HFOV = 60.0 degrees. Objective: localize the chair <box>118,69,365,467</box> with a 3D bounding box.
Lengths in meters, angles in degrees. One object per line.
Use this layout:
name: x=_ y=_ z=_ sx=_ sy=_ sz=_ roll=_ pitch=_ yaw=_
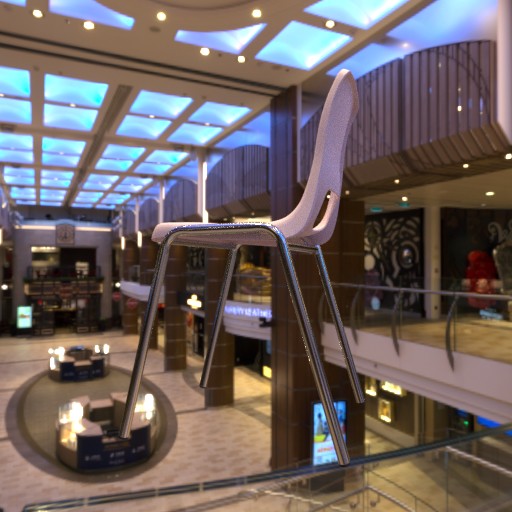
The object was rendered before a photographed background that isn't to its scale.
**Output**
chair: x=0.000 y=0.000 z=0.962 sx=0.436 sy=0.704 sz=0.381 roll=0 pitch=-1 yaw=18
